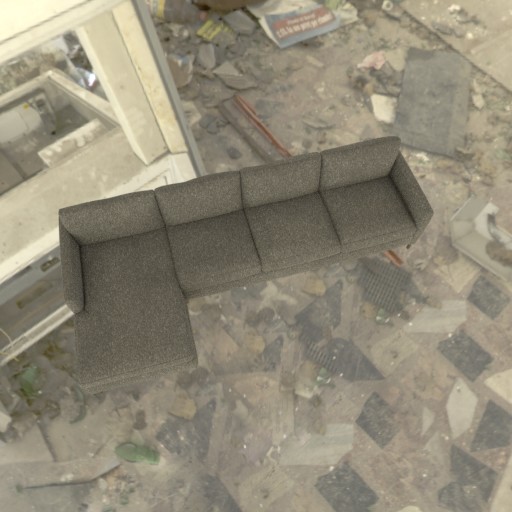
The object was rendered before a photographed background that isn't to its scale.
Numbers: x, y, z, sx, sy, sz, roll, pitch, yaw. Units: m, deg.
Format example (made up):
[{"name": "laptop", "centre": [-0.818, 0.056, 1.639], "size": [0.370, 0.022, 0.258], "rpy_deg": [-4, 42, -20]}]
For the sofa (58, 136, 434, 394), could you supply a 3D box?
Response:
[{"name": "sofa", "centre": [0.000, 0.000, 3.540], "size": [2.932, 0.810, 1.350], "rpy_deg": [-14, 62, -7]}]
